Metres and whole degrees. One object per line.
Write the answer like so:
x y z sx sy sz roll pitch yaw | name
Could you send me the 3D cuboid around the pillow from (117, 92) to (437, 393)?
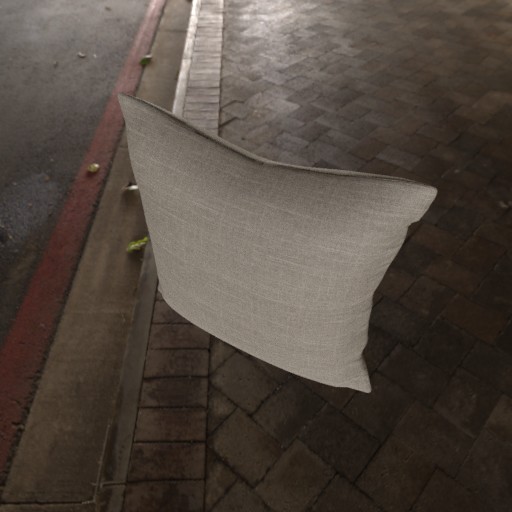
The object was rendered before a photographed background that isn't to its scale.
0.000 0.000 0.640 0.424 0.400 0.169 22 50 21 | pillow
